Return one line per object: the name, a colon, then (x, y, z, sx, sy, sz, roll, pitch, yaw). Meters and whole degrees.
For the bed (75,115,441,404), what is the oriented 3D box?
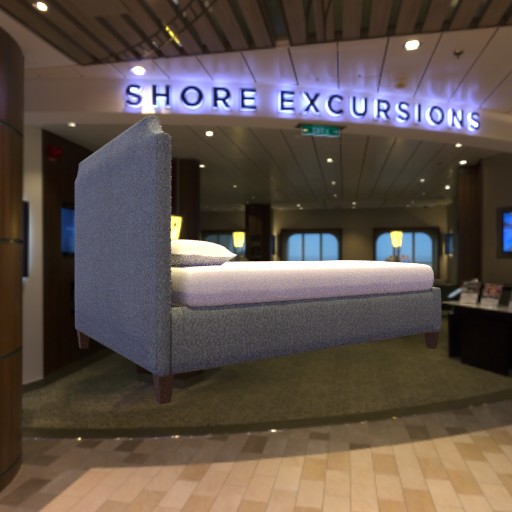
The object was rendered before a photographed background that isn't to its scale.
bed: (0.000, 0.000, 3.467, 2.372, 1.443, 1.712, 0, 0, -35)
